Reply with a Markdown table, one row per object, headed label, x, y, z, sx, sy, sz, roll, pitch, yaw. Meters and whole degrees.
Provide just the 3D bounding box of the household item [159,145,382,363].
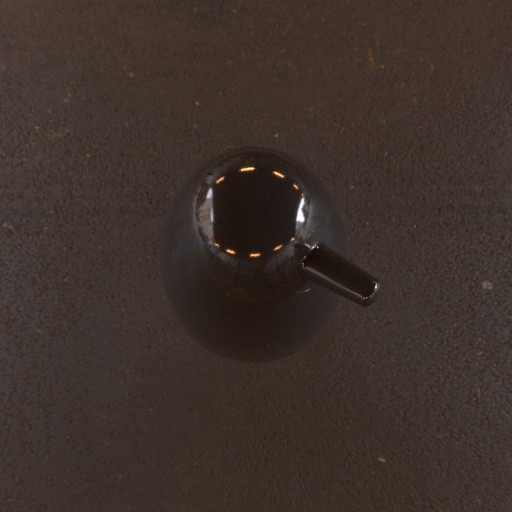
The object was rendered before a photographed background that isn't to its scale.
| label | x | y | z | sx | sy | sz | roll | pitch | yaw |
| --- | --- | --- | --- | --- | --- | --- | --- | --- | --- |
| household item | 0.000 | 0.000 | 0.218 | 0.104 | 0.152 | 0.102 | 37 | 78 | 9 |
